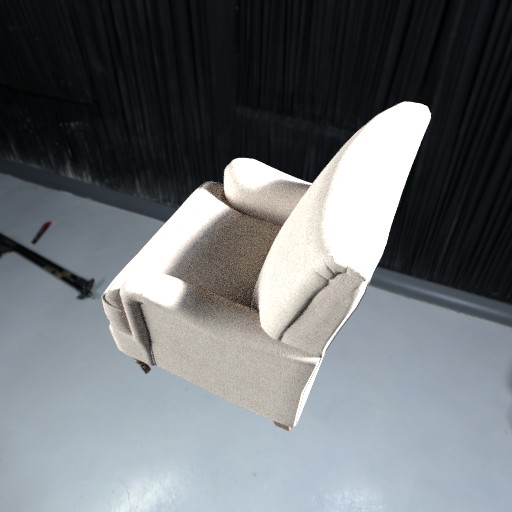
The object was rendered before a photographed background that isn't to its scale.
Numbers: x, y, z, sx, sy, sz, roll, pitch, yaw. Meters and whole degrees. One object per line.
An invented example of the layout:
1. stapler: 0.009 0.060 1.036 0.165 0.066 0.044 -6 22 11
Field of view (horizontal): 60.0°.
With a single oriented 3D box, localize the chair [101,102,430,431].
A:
1. chair: 0.000 0.000 1.748 0.953 1.119 0.879 18 47 17
